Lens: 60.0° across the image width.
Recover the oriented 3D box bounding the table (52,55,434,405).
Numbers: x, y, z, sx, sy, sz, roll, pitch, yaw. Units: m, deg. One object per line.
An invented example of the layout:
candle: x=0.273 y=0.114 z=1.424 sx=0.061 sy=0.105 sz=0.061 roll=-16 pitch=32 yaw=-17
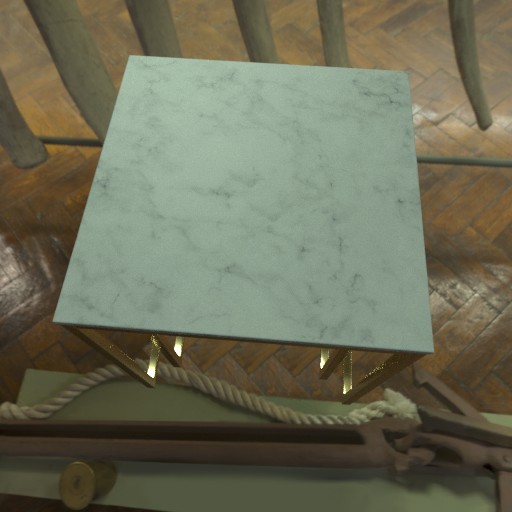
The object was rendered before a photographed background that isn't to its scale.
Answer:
table: x=0.000 y=0.000 z=0.840 sx=0.450 sy=0.500 sz=0.450 roll=4 pitch=65 yaw=2
